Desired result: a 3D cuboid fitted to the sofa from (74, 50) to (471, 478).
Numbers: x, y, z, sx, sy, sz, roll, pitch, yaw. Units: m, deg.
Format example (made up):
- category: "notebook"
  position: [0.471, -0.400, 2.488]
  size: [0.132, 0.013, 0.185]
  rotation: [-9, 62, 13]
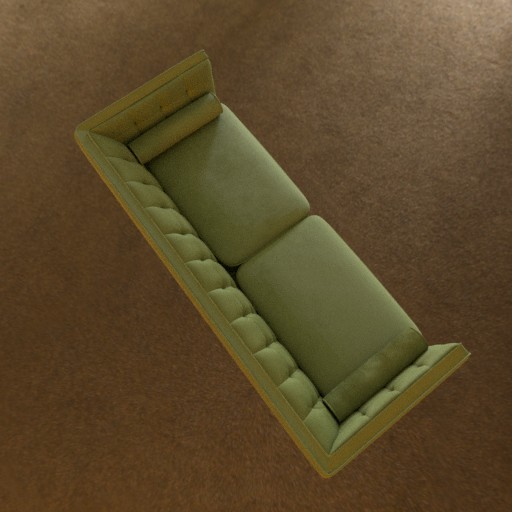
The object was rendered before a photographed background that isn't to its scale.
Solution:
- category: "sofa"
  position: [0.000, 0.000, 2.478]
  size: [0.867, 0.789, 2.087]
  rotation: [-36, 77, -10]
